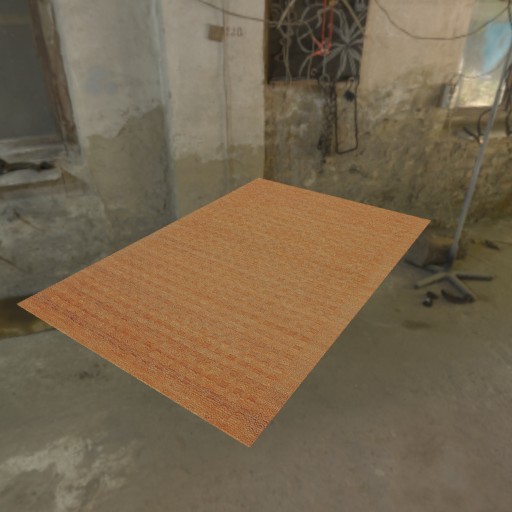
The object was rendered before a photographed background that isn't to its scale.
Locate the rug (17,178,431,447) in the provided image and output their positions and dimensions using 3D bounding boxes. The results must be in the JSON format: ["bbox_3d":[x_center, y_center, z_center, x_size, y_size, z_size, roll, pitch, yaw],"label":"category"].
[{"bbox_3d":[0.000,0.000,2.806,1.524,0.006,2.285,19,36,29],"label":"rug"}]
